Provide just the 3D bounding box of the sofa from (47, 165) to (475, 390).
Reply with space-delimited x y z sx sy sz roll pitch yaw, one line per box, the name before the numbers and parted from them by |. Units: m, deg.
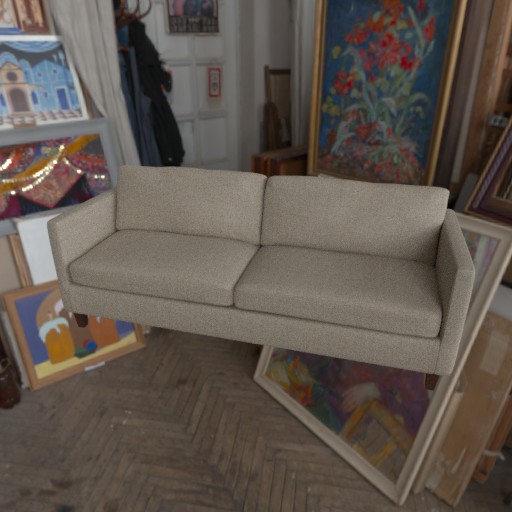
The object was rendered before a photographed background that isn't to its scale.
sofa | 0.000 0.000 2.886 2.434 0.965 0.951 7 26 14
